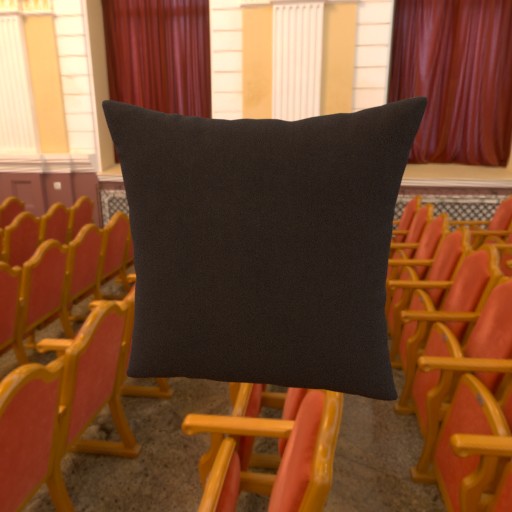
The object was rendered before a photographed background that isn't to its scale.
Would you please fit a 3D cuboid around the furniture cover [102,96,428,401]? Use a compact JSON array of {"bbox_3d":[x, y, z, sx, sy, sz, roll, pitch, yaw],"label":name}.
[{"bbox_3d":[0.000,0.000,0.757,0.511,0.509,0.161,2,16,9],"label":"furniture cover"}]
